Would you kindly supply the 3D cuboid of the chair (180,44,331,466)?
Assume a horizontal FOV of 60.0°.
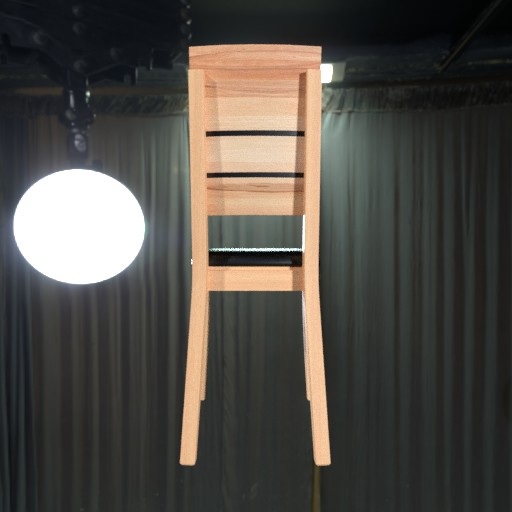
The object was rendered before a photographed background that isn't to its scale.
[{"bbox_3d":[0.000,0.000,1.231,0.410,0.940,0.520,0,-1,0],"label":"chair"}]
